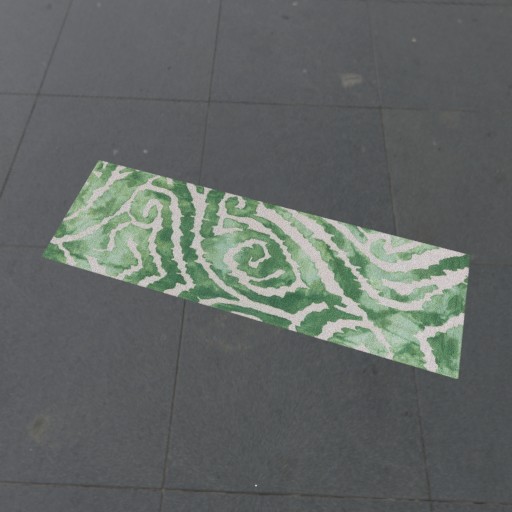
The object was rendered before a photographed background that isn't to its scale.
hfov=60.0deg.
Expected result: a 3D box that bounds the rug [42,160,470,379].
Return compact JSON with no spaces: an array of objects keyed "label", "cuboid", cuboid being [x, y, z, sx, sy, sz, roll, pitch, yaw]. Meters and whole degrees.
[{"label":"rug","cuboid":[0.000,0.000,2.643,2.438,0.006,0.761,15,64,8]}]
